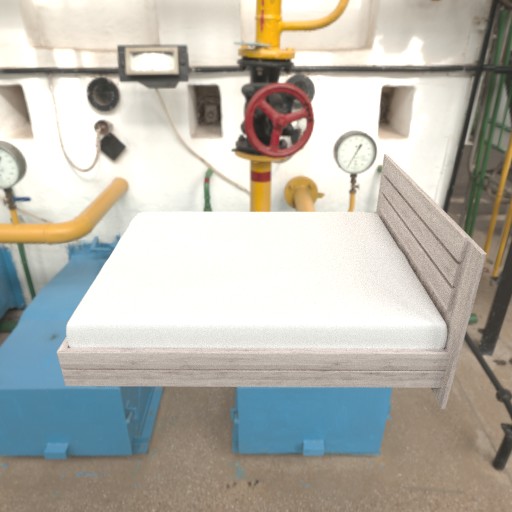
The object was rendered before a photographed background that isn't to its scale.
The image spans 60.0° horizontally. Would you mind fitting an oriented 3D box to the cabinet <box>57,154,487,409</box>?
[{"bbox_3d":[0.000,0.000,2.983,2.080,0.970,1.750,0,27,0],"label":"cabinet"}]
